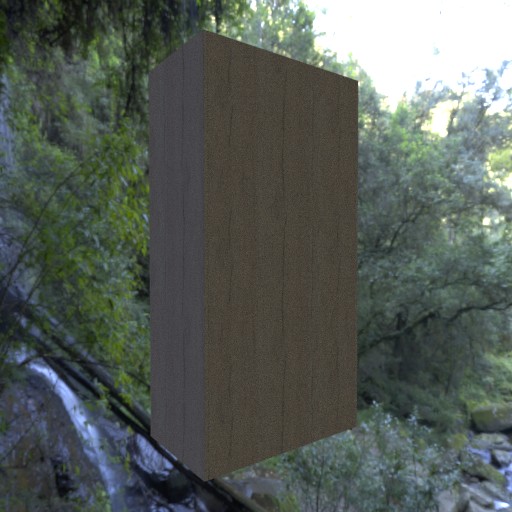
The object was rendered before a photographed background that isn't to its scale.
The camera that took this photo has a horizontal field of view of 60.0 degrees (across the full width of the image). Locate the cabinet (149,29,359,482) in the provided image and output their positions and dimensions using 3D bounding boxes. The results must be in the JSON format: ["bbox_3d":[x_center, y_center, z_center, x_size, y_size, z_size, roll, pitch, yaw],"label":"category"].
[{"bbox_3d":[0.000,0.000,2.407,0.980,1.930,0.580,-1,2,-37],"label":"cabinet"}]
